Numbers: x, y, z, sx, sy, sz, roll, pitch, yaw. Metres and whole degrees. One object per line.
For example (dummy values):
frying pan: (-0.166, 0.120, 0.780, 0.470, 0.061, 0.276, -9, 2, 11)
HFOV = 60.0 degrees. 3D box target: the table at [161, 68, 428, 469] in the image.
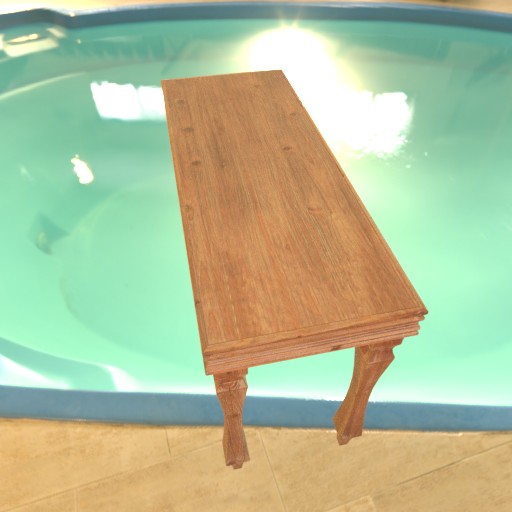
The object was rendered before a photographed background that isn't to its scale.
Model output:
table: (0.000, 0.000, 1.738, 0.522, 0.873, 1.330, -9, 47, -8)
